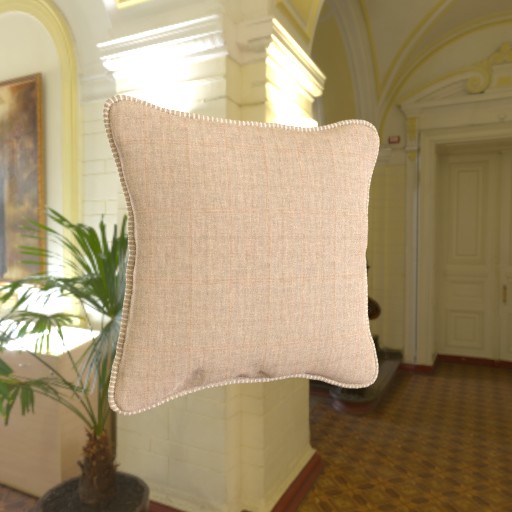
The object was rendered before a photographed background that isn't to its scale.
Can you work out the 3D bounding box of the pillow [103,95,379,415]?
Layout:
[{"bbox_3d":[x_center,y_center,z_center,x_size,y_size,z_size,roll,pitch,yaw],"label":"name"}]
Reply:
[{"bbox_3d":[0.000,0.000,0.750,0.485,0.494,0.124,-1,2,-19],"label":"pillow"}]
